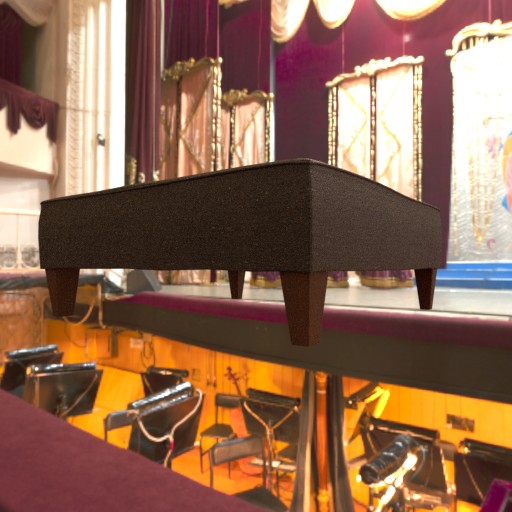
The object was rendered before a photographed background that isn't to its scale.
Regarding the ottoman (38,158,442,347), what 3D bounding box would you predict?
[{"bbox_3d":[0.000,0.000,1.501,0.968,0.382,1.004,-1,-2,36],"label":"ottoman"}]
